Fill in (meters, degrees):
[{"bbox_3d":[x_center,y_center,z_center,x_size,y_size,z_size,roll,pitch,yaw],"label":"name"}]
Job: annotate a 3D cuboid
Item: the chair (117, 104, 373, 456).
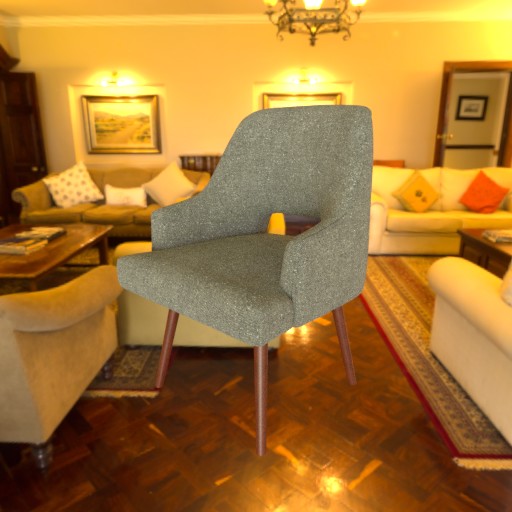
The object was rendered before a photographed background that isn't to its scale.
[{"bbox_3d":[0.000,0.000,1.323,0.608,0.875,0.629,15,22,41],"label":"chair"}]
